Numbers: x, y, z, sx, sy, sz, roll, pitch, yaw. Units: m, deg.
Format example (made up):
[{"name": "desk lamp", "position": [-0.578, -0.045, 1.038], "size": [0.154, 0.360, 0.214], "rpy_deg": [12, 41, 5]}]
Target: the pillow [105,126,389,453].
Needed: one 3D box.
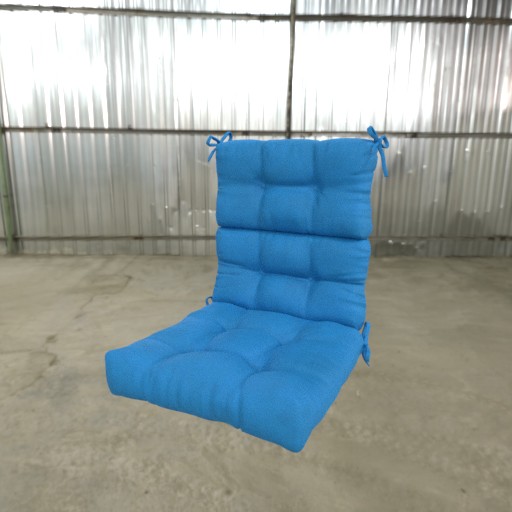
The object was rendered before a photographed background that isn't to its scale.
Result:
[{"name": "pillow", "position": [0.000, 0.000, 1.055], "size": [0.519, 0.605, 0.571], "rpy_deg": [7, 15, 27]}]
